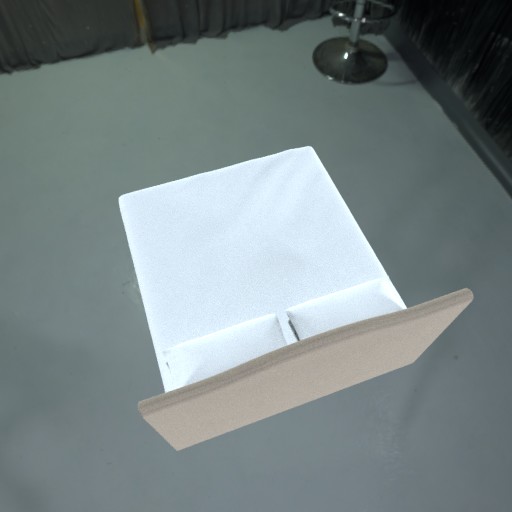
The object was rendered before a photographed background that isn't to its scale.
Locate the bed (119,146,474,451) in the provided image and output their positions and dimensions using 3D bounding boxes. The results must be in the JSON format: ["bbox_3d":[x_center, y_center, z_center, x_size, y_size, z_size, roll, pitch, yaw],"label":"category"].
[{"bbox_3d":[0.000,0.000,3.578,2.083,1.421,2.182,-17,60,-10],"label":"bed"}]
